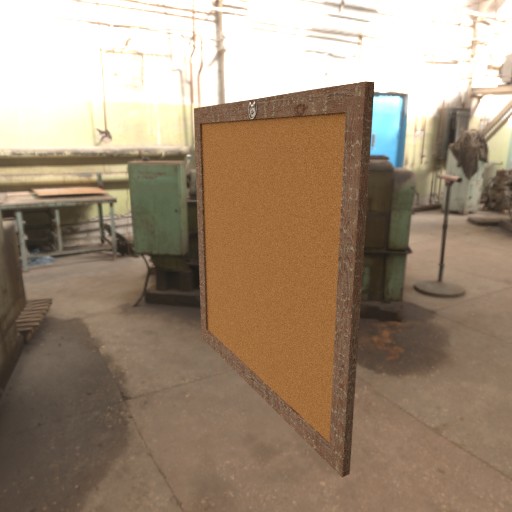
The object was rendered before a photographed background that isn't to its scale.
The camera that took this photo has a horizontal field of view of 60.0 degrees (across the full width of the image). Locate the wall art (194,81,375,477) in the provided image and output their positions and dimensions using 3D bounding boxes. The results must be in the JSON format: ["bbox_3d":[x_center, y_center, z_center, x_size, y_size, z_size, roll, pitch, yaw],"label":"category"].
[{"bbox_3d":[0.000,0.000,0.574,0.012,0.384,0.384,-8,17,-28],"label":"wall art"}]
